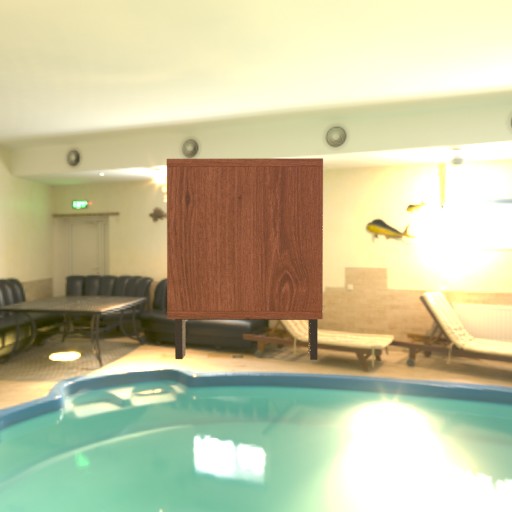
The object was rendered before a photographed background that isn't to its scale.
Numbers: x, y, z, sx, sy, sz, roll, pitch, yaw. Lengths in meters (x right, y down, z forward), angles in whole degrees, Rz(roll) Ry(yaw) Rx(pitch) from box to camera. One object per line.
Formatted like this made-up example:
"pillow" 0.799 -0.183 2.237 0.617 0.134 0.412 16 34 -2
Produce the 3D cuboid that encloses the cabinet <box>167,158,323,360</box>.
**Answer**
"cabinet" 0.000 0.000 1.873 0.400 0.500 1.650 0 1 1
